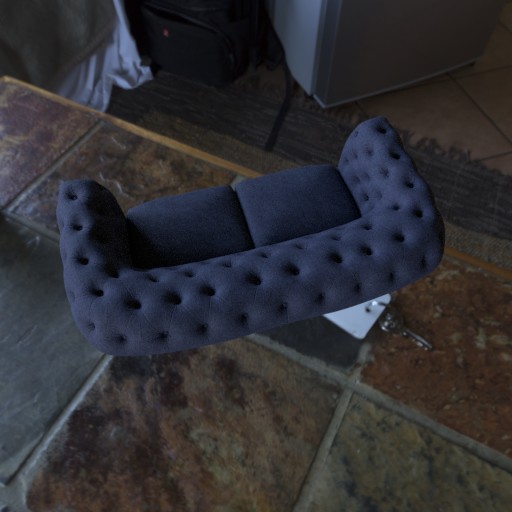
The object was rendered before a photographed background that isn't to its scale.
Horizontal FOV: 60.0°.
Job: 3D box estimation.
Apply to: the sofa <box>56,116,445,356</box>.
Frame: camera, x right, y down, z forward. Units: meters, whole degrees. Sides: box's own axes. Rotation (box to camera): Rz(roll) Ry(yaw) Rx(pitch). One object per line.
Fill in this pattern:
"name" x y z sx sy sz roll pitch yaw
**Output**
"sofa" 0.000 0.000 2.556 1.988 0.833 1.082 -14 59 -8
